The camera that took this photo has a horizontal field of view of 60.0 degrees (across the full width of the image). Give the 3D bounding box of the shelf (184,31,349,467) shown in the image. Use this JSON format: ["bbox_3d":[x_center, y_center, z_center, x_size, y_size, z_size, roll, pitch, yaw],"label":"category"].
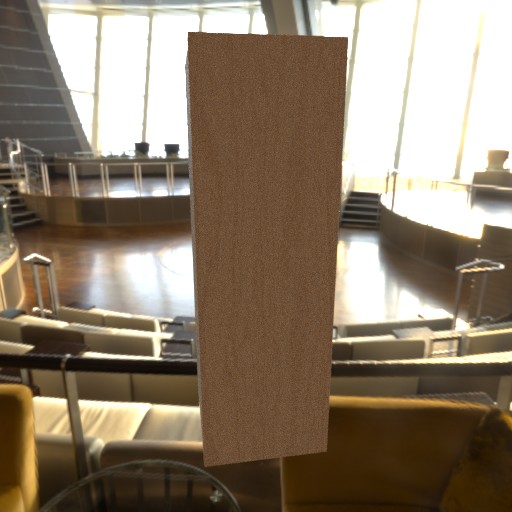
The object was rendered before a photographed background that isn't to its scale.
[{"bbox_3d":[0.000,0.000,1.047,0.290,0.900,0.300,-3,17,-9],"label":"shelf"}]
